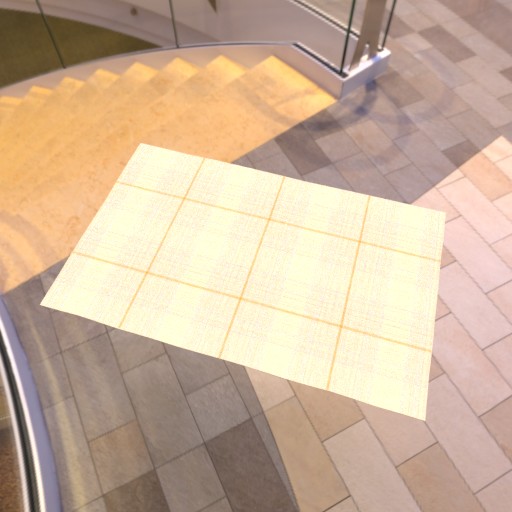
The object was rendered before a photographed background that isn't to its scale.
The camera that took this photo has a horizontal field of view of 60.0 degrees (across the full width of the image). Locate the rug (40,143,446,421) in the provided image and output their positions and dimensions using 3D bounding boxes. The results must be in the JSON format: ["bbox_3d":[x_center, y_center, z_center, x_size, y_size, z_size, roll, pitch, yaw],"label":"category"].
[{"bbox_3d":[0.000,0.000,3.048,2.442,0.016,1.527,15,59,9],"label":"rug"}]
